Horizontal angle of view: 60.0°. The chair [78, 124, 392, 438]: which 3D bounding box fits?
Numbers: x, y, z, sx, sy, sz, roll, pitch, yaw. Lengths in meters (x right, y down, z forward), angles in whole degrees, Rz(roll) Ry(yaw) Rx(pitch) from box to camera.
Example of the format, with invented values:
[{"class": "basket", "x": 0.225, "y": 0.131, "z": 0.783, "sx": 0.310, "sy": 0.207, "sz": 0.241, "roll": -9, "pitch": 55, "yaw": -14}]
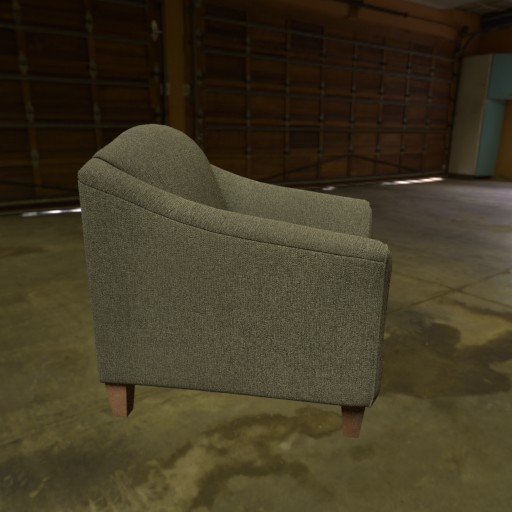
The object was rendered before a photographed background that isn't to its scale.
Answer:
[{"class": "chair", "x": 0.000, "y": 0.000, "z": 1.465, "sx": 0.787, "sy": 0.839, "sz": 0.763, "roll": 3, "pitch": 15, "yaw": 10}]
